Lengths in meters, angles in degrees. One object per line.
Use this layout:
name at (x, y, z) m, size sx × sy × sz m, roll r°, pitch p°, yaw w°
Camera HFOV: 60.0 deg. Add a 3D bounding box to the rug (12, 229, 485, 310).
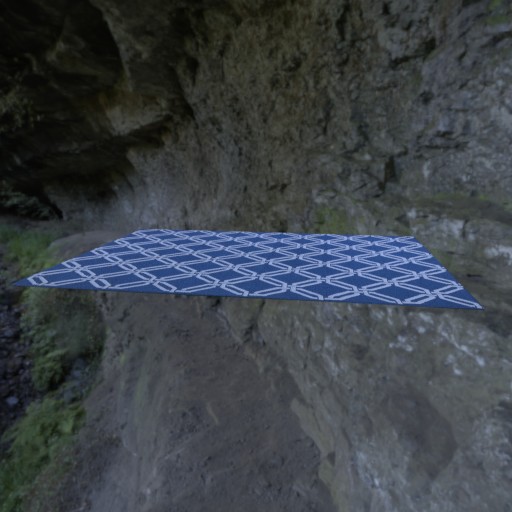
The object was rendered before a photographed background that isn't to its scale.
rug at (0.000, 0.000, 4.244) m, size 3.342 × 0.018 × 2.432 m, roll 2°, pitch 14°, yaw 9°
